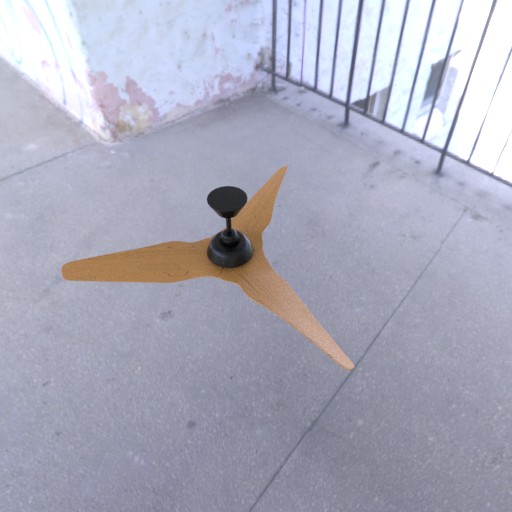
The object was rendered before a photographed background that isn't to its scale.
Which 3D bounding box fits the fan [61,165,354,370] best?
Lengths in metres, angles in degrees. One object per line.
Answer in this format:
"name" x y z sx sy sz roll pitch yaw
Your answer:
"fan" 0.000 0.000 1.619 1.142 0.355 1.010 -31 53 -26
